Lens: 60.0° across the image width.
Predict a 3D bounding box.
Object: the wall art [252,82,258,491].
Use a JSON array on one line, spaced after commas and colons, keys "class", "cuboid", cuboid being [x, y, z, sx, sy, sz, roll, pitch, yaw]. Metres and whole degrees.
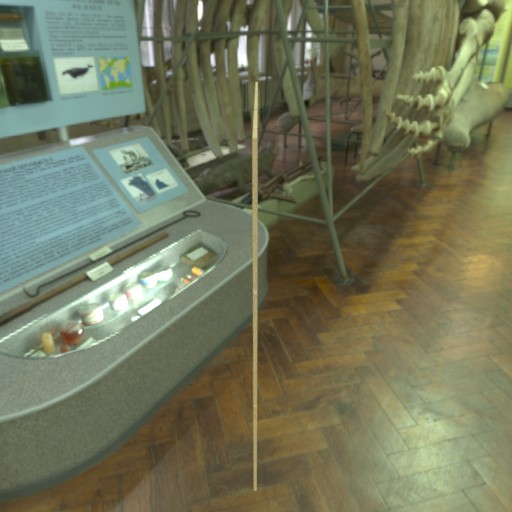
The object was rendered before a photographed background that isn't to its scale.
[{"class": "wall art", "cuboid": [0.000, 0.000, 2.253, 0.014, 1.507, 1.519, 0, 27, 0]}]
